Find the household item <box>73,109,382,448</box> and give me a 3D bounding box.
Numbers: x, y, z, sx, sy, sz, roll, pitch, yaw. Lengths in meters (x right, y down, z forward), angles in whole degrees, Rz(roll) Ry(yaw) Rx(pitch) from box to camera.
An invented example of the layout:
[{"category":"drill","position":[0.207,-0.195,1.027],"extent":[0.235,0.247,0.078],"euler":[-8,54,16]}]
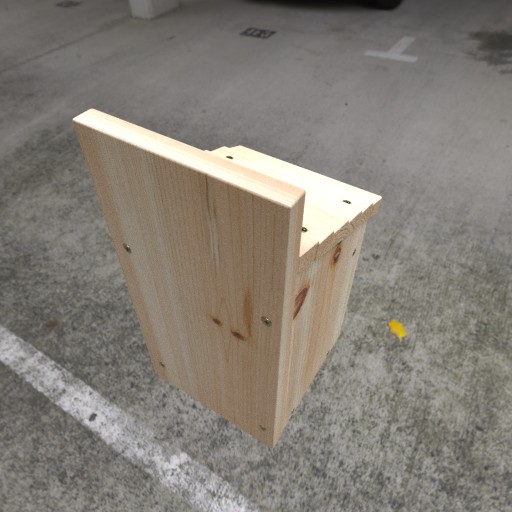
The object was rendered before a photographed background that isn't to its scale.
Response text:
[{"category":"household item","position":[0.000,0.000,0.388],"extent":[0.149,0.300,0.171],"euler":[25,51,22]}]
